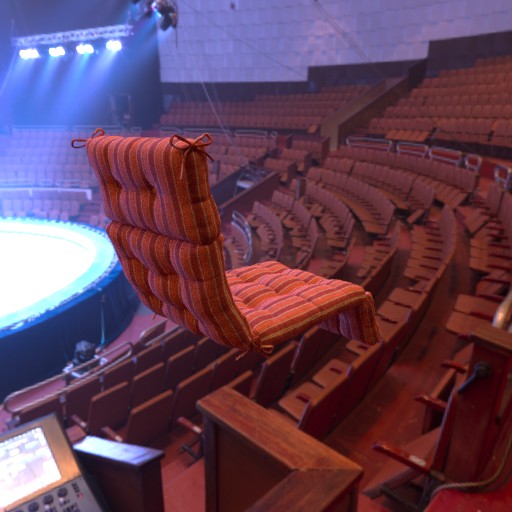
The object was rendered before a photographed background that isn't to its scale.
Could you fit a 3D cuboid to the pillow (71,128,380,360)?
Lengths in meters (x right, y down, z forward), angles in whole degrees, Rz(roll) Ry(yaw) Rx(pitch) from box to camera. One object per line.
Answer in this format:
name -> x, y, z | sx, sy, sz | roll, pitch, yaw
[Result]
pillow -> 0.000, 0.000, 1.556 | 0.526, 0.863, 1.016 | 15, 22, 42
